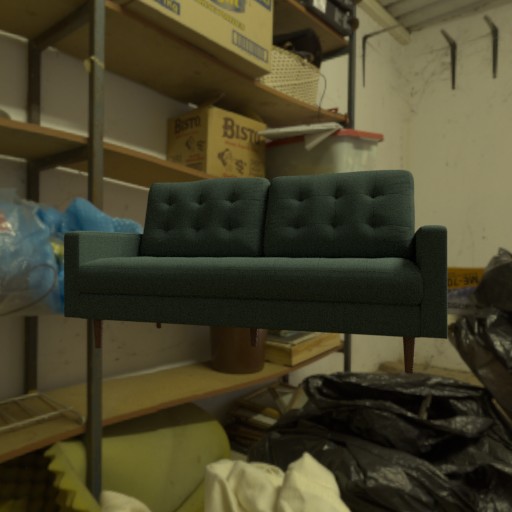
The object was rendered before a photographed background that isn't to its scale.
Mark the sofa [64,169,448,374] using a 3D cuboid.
[{"bbox_3d":[0.000,0.000,2.619,2.010,1.050,0.966,0,1,18],"label":"sofa"}]
